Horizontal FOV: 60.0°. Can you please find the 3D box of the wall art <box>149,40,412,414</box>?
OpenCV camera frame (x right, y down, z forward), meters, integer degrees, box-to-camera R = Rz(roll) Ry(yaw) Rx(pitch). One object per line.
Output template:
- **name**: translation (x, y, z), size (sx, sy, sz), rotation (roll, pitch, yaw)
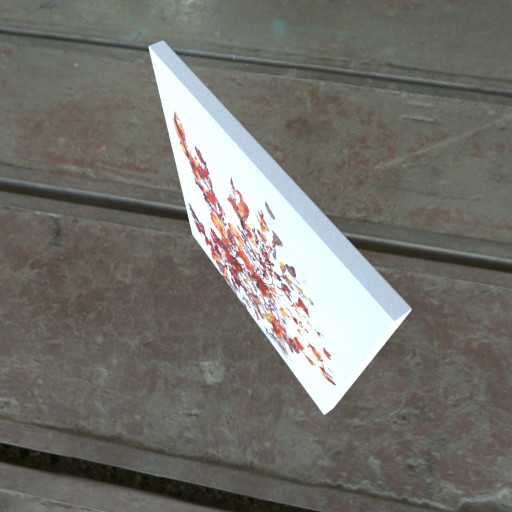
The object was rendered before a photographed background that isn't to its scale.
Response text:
- **wall art**: translation (0.000, 0.000, 1.127), size (0.037, 0.757, 0.757), rotation (-31, 65, -16)
